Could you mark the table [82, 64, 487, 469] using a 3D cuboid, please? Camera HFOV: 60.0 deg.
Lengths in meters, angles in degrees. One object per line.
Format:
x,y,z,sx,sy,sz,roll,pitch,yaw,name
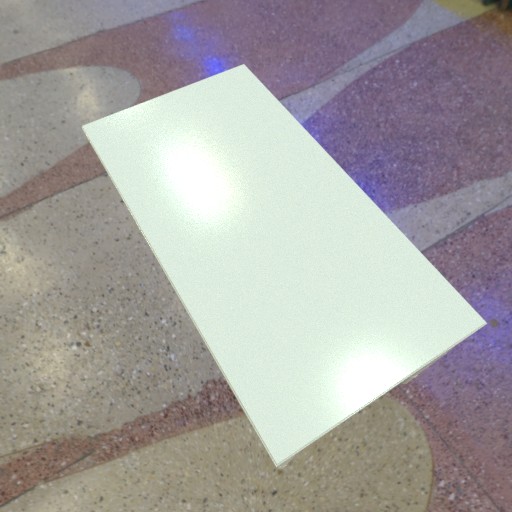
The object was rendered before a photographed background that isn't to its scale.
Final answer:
0.000,0.000,1.341,0.559,0.457,1.067,-28,63,-16,table
